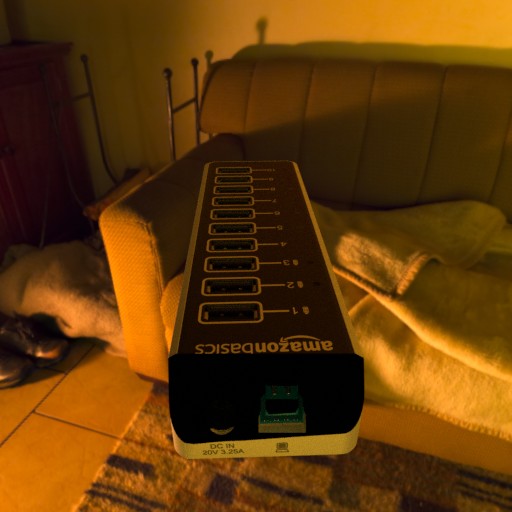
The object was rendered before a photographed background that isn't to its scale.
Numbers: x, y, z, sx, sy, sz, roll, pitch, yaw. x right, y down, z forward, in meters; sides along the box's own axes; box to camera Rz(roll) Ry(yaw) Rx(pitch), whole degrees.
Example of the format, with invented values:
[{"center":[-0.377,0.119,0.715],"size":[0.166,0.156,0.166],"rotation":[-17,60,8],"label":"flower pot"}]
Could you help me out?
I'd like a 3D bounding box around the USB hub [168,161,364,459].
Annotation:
[{"center":[0.000,0.000,0.160],"size":[0.044,0.023,0.145],"rotation":[-1,31,-2],"label":"USB hub"}]
